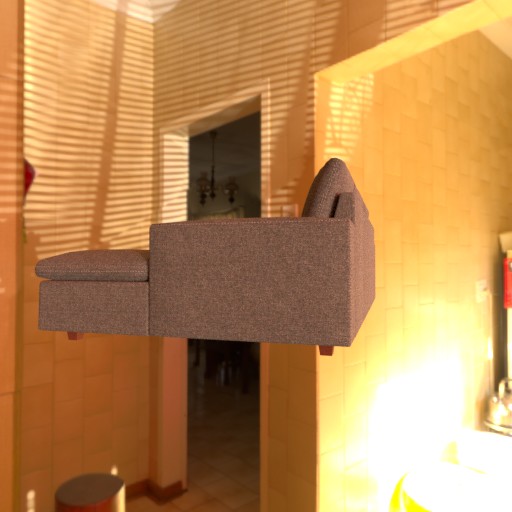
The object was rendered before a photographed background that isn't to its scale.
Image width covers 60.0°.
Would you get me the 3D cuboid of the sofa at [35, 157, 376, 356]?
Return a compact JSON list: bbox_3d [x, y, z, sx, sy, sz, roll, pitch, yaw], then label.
[{"bbox_3d":[0.000,0.000,3.441,1.689,0.940,2.718,0,-1,17],"label":"sofa"}]
